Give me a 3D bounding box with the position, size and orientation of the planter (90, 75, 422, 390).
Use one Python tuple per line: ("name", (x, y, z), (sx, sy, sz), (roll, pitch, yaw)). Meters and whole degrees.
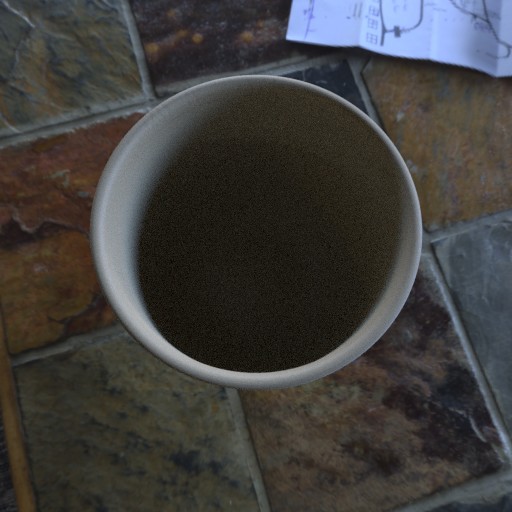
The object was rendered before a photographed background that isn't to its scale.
("planter", (0.000, 0.000, 0.368), (0.208, 0.190, 0.208), (0, 75, 0))
